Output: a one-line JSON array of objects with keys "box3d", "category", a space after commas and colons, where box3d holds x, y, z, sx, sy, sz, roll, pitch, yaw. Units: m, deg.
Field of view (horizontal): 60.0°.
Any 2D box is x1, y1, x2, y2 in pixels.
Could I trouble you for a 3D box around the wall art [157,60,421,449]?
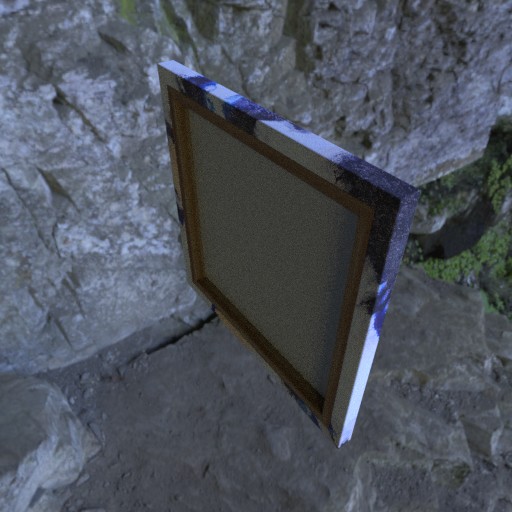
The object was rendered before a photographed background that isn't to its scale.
[{"box3d": [0.000, 0.000, 0.901, 0.039, 0.609, 0.609, -26, 47, -27], "category": "wall art"}]
